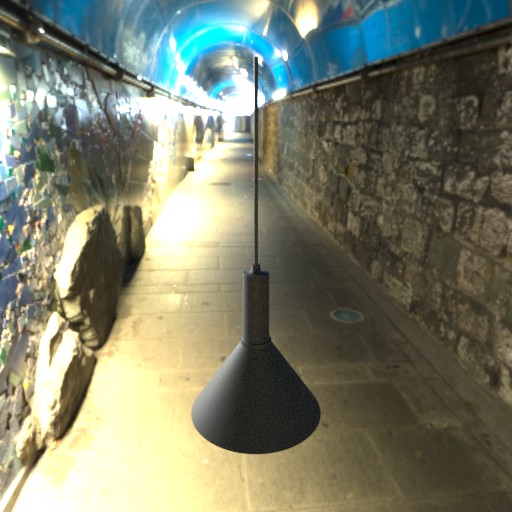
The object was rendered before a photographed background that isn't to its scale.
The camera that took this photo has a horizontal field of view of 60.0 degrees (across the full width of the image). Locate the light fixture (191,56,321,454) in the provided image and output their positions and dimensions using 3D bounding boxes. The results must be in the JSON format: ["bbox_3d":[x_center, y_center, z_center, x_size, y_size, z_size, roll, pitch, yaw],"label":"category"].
[{"bbox_3d":[0.000,0.000,0.826,0.267,0.683,0.267,2,17,7],"label":"light fixture"}]
